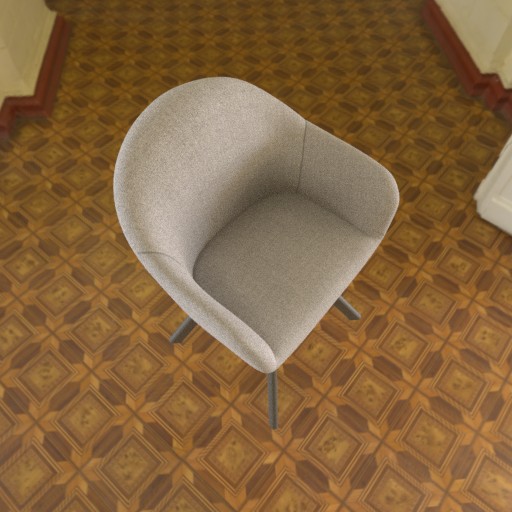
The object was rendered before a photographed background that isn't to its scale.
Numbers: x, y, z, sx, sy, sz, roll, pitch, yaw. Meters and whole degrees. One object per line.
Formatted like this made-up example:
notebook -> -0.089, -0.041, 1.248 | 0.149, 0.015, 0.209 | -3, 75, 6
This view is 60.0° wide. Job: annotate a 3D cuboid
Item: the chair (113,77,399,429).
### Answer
chair -> 0.000, 0.000, 1.201 | 0.550, 0.795, 0.590 | 34, 63, 21
